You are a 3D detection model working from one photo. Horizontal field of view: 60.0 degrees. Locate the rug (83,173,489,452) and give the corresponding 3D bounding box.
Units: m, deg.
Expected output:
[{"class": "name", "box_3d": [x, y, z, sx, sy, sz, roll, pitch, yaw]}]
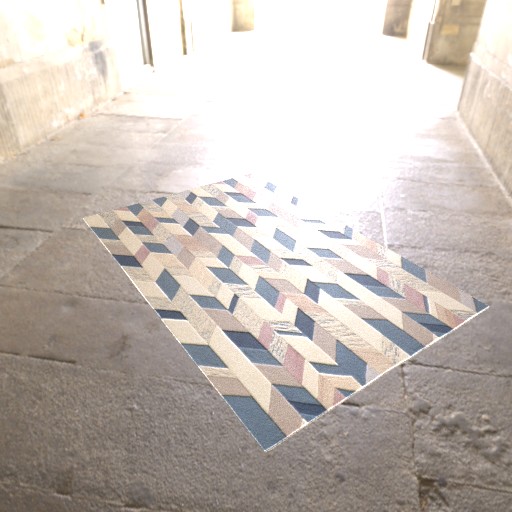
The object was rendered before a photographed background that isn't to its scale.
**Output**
[{"class": "rug", "box_3d": [0.000, 0.000, 2.236, 1.202, 0.006, 1.813, -21, 38, -29]}]
